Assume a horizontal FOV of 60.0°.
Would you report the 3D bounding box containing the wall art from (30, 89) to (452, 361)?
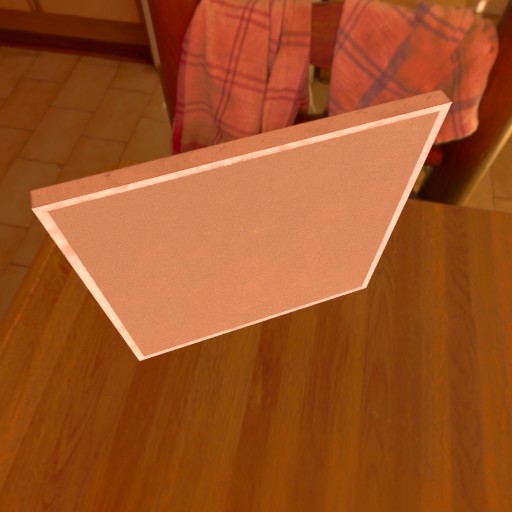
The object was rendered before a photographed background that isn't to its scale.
[{"bbox_3d":[0.000,0.000,1.094,0.760,0.757,0.038,-16,60,-10],"label":"wall art"}]
